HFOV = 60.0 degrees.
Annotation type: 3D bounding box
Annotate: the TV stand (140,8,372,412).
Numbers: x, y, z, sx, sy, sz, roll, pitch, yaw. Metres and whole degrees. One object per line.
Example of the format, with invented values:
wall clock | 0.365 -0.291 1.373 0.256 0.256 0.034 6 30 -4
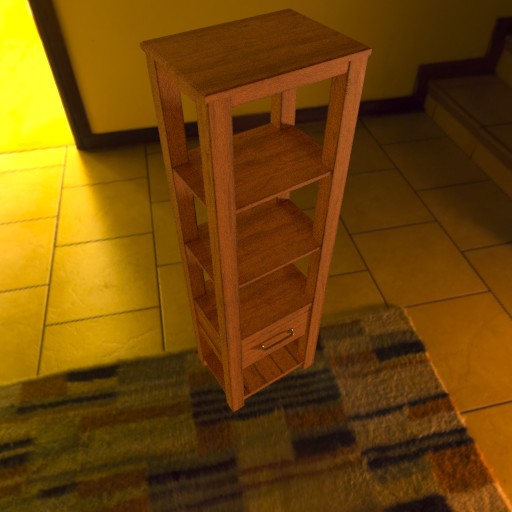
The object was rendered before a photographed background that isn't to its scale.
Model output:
TV stand | 0.000 0.000 1.989 0.565 1.828 0.435 -25 51 -22
